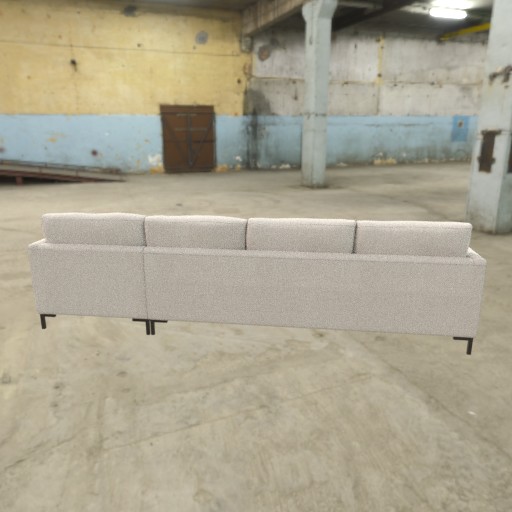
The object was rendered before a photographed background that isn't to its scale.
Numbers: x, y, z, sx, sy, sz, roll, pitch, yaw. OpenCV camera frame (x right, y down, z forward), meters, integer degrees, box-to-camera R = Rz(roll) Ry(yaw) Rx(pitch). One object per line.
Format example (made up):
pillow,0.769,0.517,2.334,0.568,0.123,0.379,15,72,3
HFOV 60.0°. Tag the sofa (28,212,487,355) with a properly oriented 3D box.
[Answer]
sofa,0.000,0.000,2.859,2.445,0.677,1.126,2,16,7
